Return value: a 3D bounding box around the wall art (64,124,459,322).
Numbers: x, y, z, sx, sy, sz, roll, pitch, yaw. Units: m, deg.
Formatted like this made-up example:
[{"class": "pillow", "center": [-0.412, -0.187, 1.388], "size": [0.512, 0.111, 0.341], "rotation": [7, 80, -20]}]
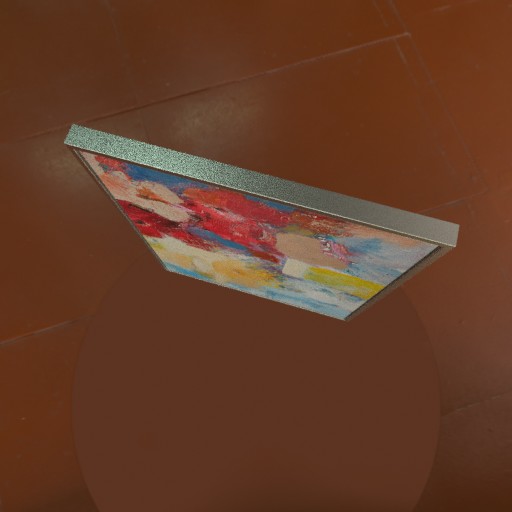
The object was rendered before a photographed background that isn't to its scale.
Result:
[{"class": "wall art", "center": [0.000, 0.000, 0.759], "size": [0.444, 0.569, 0.025], "rotation": [15, 74, 4]}]
